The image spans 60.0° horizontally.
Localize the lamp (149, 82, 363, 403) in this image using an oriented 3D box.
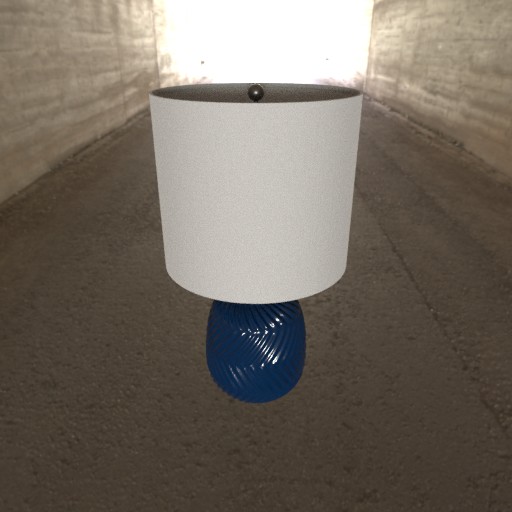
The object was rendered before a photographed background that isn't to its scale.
[{"bbox_3d":[0.000,0.000,0.507,0.203,0.368,0.203,-17,30,-31],"label":"lamp"}]
